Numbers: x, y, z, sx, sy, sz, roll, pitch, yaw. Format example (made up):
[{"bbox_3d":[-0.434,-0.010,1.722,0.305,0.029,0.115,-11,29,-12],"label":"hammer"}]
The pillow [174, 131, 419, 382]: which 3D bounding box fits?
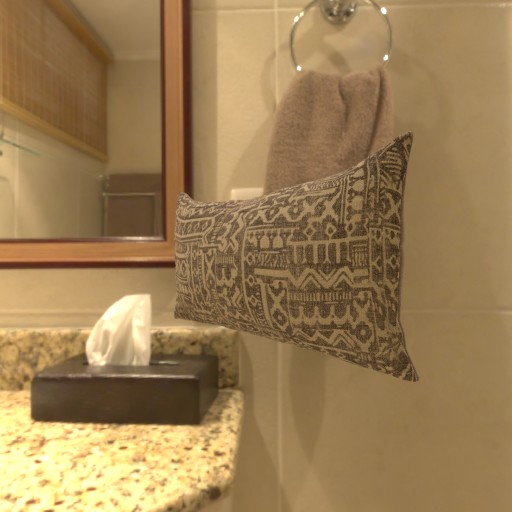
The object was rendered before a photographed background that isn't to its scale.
[{"bbox_3d":[0.000,0.000,0.761,0.148,0.290,0.631,0,0,-36],"label":"pillow"}]
